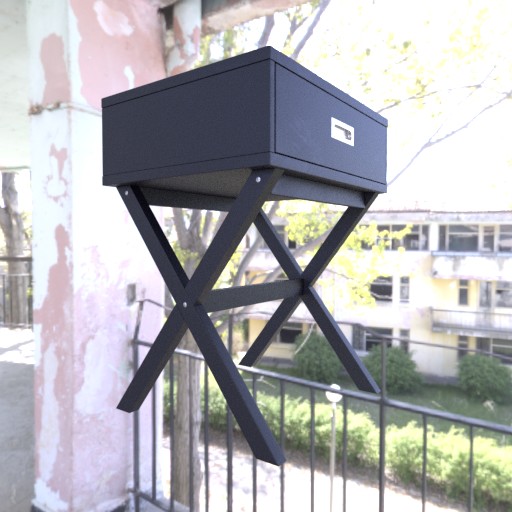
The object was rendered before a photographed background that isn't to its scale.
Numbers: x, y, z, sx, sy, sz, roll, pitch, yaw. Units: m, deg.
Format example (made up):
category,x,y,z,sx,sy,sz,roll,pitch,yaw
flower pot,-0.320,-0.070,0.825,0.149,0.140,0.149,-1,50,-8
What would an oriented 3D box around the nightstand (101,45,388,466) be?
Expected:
category,x,y,z,sx,sy,sz,roll,pitch,yaw
nightstand,0.000,0.000,0.952,0.402,0.623,0.479,1,2,36
